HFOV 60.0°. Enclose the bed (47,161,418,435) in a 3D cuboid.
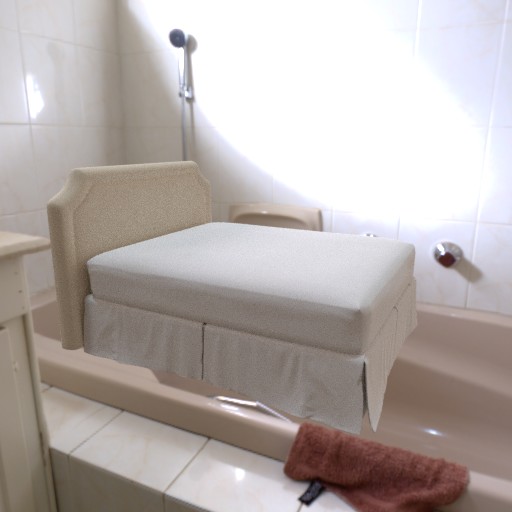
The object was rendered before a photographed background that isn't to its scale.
[{"bbox_3d":[0.000,0.000,3.297,2.209,1.296,1.827,8,16,27],"label":"bed"}]
